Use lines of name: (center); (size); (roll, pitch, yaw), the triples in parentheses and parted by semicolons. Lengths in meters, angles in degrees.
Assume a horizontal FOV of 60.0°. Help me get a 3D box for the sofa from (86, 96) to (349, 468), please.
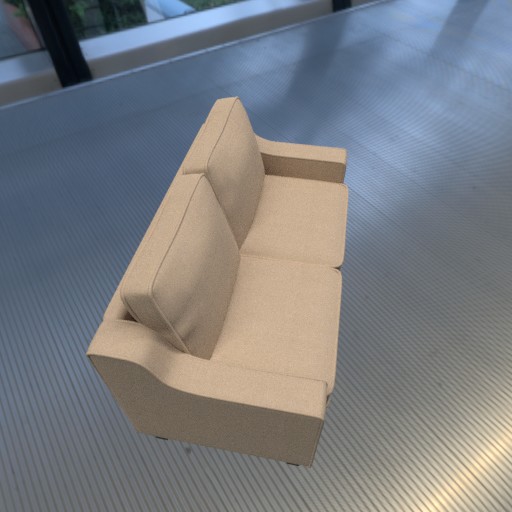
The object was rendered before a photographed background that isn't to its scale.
sofa: (0.000, 0.000, 3.443); (1.351, 1.562, 2.587); (8, 47, 7)
